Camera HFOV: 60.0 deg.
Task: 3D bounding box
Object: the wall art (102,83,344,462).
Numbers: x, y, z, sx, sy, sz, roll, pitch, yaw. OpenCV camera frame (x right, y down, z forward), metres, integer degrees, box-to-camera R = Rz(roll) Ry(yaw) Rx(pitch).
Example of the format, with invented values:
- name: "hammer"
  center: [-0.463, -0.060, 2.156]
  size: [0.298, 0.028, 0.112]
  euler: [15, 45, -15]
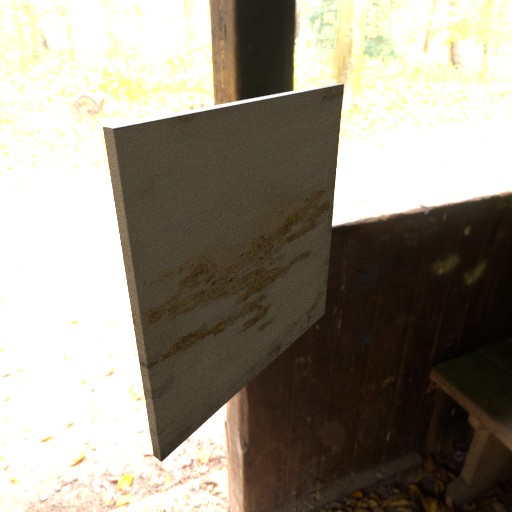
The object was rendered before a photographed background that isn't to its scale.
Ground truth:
- name: "wall art"
  center: [0.000, 0.000, 1.513]
  size: [0.040, 1.018, 1.015]
  euler: [19, 33, 33]
